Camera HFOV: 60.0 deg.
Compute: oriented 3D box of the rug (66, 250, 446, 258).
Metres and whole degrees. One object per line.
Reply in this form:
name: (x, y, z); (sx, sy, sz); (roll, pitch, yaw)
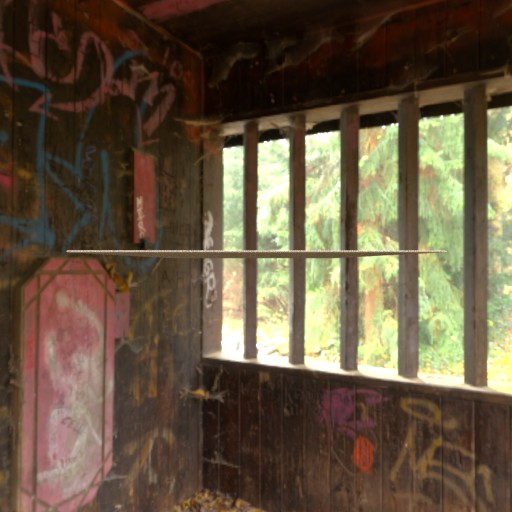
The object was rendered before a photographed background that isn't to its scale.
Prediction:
rug: (0.000, 0.000, 2.977); (1.523, 0.008, 2.438); (0, -1, 0)
